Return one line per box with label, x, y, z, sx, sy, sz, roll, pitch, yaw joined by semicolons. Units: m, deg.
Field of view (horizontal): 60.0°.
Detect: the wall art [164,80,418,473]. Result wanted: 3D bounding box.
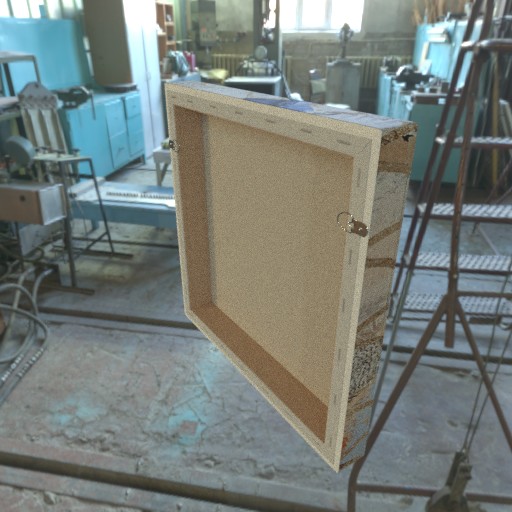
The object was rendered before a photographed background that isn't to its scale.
wall art;0.000;0.000;0.446;0.036;0.304;0.303;-18;32;-30
